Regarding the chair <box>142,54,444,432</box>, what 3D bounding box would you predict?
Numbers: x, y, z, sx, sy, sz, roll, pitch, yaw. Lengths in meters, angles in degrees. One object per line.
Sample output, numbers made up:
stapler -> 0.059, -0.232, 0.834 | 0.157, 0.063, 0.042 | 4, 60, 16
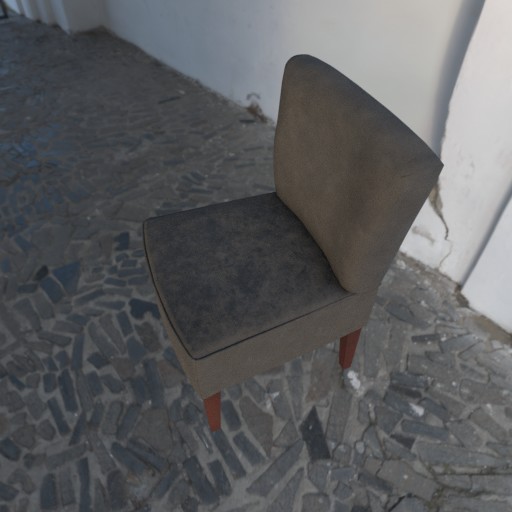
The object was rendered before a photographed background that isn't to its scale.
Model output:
chair -> 0.000, 0.000, 1.171 | 0.554, 0.806, 0.521 | -17, 49, -15
